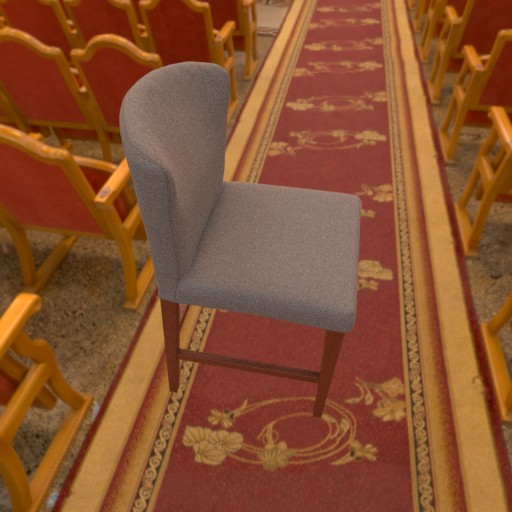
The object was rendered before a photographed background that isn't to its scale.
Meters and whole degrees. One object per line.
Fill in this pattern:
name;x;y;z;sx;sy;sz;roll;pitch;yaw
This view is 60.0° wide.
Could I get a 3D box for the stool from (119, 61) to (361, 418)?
stool;0.000;0.000;1.281;0.568;0.968;0.481;8;45;8
